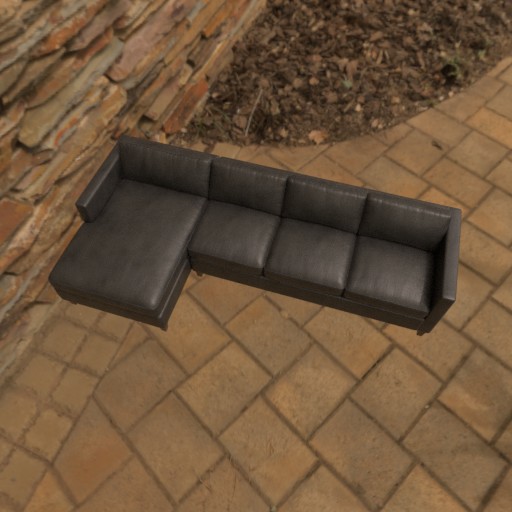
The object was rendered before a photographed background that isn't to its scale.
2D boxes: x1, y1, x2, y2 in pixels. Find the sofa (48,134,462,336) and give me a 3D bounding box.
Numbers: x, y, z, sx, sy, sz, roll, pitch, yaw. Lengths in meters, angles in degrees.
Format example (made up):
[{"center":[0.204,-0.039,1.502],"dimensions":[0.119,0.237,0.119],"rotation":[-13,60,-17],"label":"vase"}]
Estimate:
[{"center":[0.000,0.000,3.874],"dimensions":[3.203,0.883,1.581],"rotation":[14,58,9],"label":"sofa"}]
